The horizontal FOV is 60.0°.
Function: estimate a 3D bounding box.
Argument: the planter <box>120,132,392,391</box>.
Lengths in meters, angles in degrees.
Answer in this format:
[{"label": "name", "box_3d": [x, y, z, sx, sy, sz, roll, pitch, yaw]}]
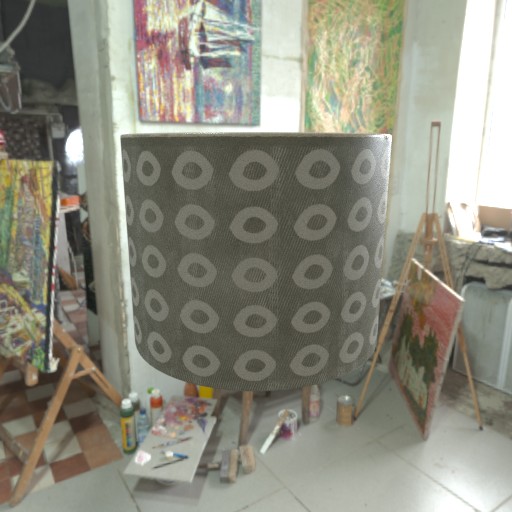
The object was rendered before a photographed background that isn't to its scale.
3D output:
[{"label": "planter", "box_3d": [0.000, 0.000, 0.455, 0.250, 0.239, 0.250, 0, 14, 0]}]
